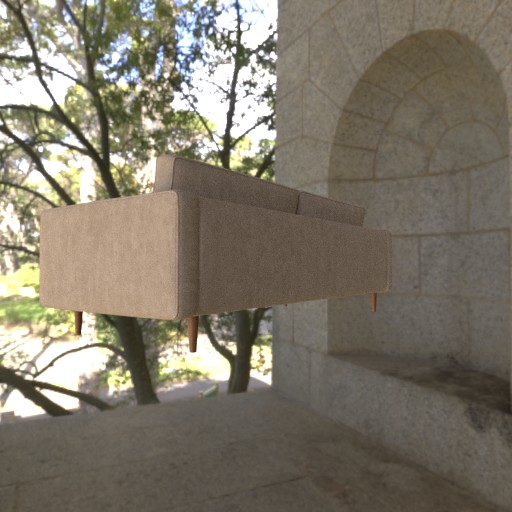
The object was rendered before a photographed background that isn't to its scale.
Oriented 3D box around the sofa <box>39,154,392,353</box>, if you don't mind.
[{"bbox_3d":[0.000,0.000,2.644,0.919,0.770,2.200,-1,-2,36],"label":"sofa"}]
